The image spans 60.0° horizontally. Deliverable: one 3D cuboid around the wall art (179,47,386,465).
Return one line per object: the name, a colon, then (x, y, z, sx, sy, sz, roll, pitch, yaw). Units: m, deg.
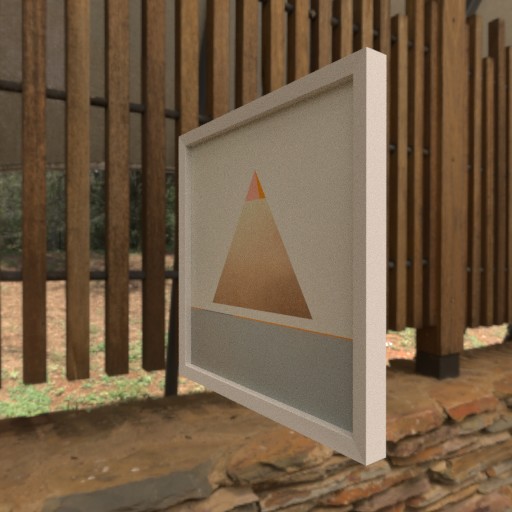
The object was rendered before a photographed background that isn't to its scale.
wall art: (0.000, 0.000, 1.915, 0.098, 1.291, 1.289, 0, 0, -36)
